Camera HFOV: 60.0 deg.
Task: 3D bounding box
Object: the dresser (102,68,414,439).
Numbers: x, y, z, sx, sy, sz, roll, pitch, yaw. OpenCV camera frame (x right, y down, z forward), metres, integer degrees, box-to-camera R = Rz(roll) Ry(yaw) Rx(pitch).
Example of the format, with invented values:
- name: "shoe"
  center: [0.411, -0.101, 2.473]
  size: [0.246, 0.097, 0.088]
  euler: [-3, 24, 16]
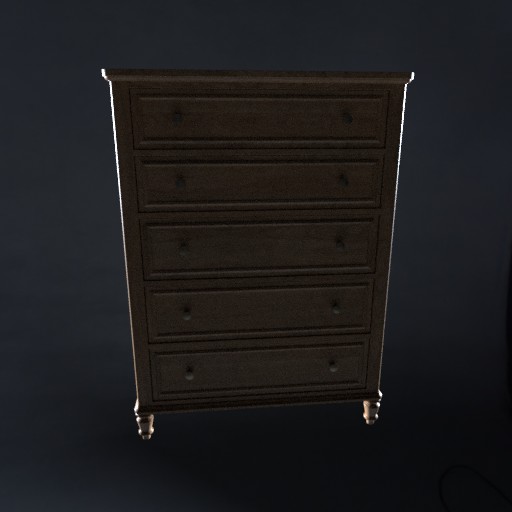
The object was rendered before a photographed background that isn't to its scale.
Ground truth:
- name: "dresser"
  center: [0.000, 0.000, 1.765]
  size: [0.973, 1.318, 0.484]
  euler: [-2, 17, -6]
